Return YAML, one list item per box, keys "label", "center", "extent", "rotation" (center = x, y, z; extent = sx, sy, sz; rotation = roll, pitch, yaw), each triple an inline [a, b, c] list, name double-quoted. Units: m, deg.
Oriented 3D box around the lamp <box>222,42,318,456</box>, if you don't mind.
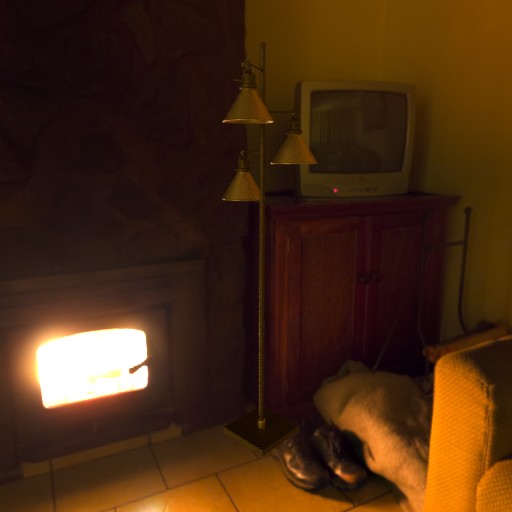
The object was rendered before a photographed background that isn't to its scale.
- label: "lamp"
  center: [0.000, 0.000, 1.931]
  extent: [0.415, 1.716, 0.428]
  rotation: [12, 17, 42]
